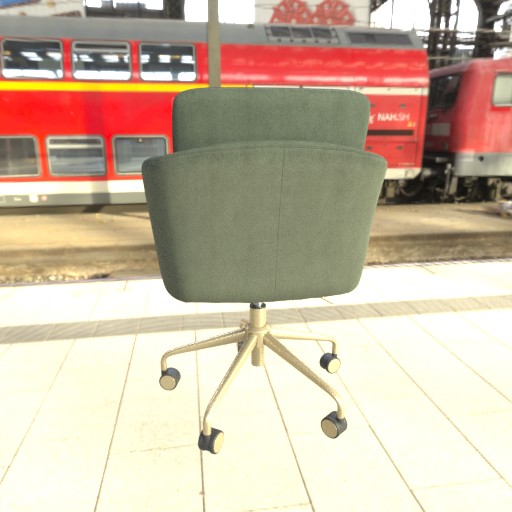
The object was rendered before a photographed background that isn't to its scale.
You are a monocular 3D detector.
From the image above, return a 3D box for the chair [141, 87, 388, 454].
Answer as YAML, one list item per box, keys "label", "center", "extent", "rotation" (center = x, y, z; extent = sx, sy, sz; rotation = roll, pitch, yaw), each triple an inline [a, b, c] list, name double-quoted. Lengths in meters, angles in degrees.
- label: "chair"
  center: [0.000, 0.000, 1.339]
  extent: [0.641, 0.908, 0.635]
  rotation: [-3, 16, -10]
